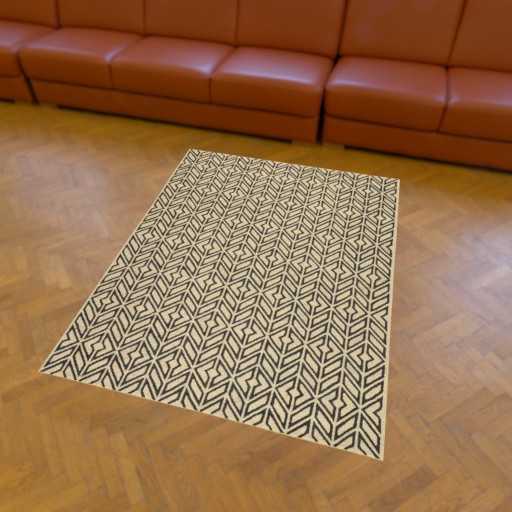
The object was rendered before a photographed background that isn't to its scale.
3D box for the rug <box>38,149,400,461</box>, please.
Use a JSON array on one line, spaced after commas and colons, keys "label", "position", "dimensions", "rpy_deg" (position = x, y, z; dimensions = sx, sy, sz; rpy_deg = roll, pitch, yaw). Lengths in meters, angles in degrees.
[{"label": "rug", "position": [0.000, 0.000, 3.983], "dimensions": [2.421, 0.008, 3.045], "rpy_deg": [11, 46, 10]}]
